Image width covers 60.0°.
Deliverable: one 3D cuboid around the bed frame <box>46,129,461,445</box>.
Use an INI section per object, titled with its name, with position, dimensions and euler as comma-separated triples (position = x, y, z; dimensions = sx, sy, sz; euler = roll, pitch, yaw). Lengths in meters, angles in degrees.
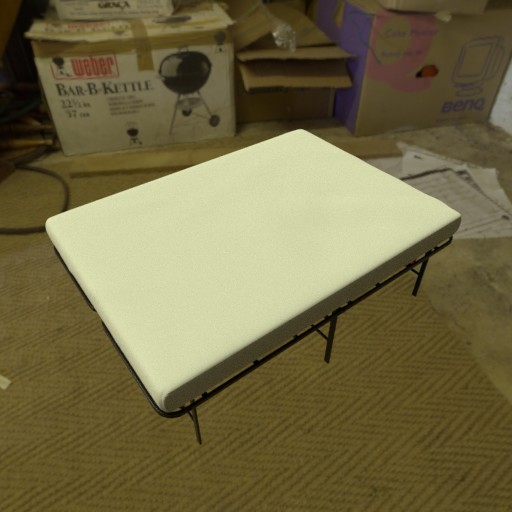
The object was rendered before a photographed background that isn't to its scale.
[bed frame]
position = 0.000, 0.000, 2.616
dimensions = 1.905, 0.637, 1.372
euler = -26, 48, -27
